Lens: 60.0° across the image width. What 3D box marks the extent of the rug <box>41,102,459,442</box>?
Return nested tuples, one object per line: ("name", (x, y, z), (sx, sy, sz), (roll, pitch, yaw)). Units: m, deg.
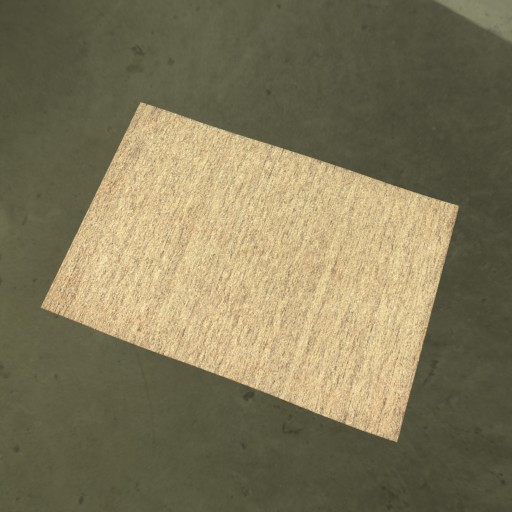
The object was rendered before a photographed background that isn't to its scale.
("rug", (0.000, 0.000, 2.832), (2.283, 0.013, 1.547), (19, 76, 5))
